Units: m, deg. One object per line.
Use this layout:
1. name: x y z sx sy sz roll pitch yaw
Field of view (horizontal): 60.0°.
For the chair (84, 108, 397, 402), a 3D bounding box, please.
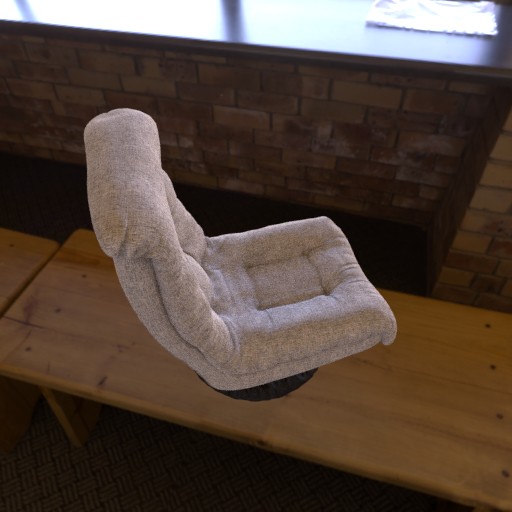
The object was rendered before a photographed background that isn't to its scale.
1. chair: 0.000 0.000 0.967 0.583 0.600 0.400 -11 46 -11
